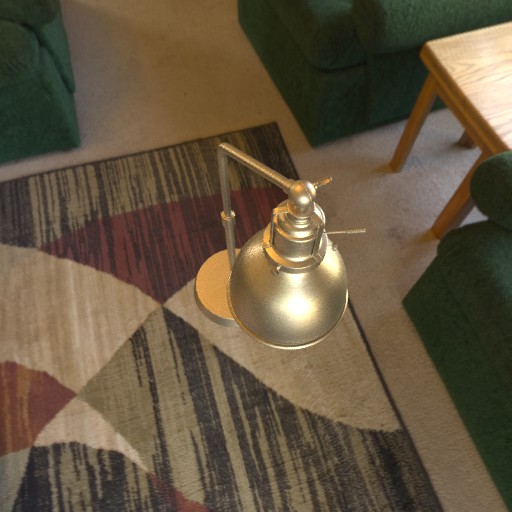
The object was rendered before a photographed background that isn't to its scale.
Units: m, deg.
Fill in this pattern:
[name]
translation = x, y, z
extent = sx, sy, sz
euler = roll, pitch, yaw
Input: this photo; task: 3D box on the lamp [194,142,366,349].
[lamp]
translation = 0.000, 0.000, 0.589
extent = 0.153, 0.456, 0.286
euler = -32, 67, -16
